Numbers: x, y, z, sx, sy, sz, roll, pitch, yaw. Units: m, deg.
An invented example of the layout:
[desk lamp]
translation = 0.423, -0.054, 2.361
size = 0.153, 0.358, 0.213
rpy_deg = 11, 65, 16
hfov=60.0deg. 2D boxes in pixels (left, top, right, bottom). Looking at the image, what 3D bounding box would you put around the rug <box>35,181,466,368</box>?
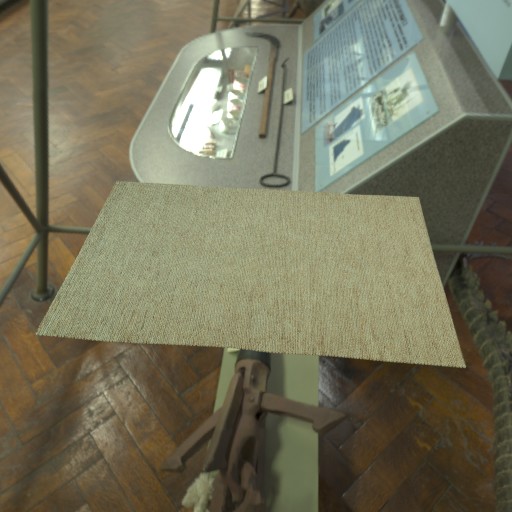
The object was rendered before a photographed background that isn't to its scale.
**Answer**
[rug]
translation = 0.000, 0.000, 3.028
size = 2.439, 0.011, 1.533
rpy_deg = 4, 45, 4
